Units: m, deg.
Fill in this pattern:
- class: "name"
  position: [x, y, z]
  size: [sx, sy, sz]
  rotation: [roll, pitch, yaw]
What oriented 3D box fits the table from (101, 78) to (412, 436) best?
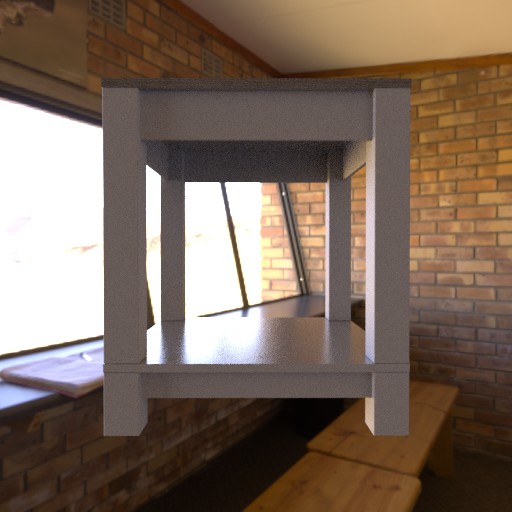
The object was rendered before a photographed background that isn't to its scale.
- class: "table"
  position: [0.000, 0.000, 0.979]
  size: [0.506, 0.587, 0.504]
  rotation: [0, 1, 0]
